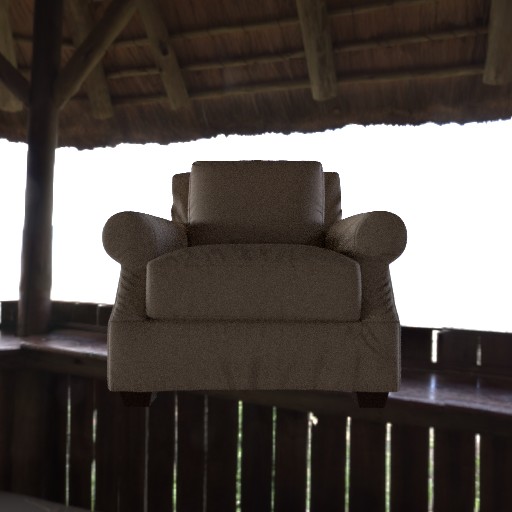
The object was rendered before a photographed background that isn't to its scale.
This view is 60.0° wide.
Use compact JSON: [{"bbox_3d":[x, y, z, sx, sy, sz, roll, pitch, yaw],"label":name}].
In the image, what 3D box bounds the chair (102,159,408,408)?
[{"bbox_3d":[0.000,0.000,1.721,0.940,0.866,1.066,0,0,1],"label":"chair"}]
